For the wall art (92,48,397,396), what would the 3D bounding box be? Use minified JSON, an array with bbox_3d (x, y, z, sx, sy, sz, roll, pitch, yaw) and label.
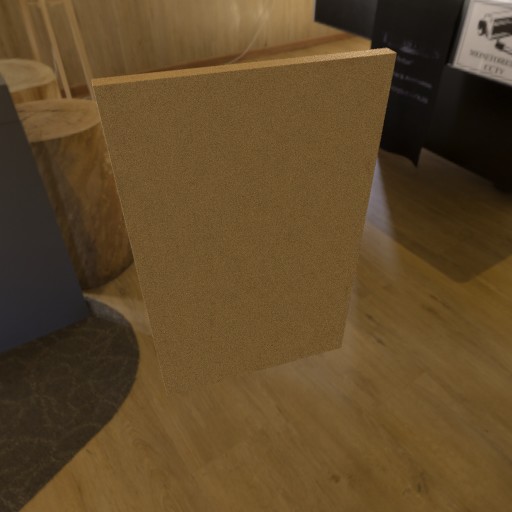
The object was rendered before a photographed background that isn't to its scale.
[{"bbox_3d":[0.000,0.000,0.979,0.510,0.810,0.039,-12,42,-14],"label":"wall art"}]
